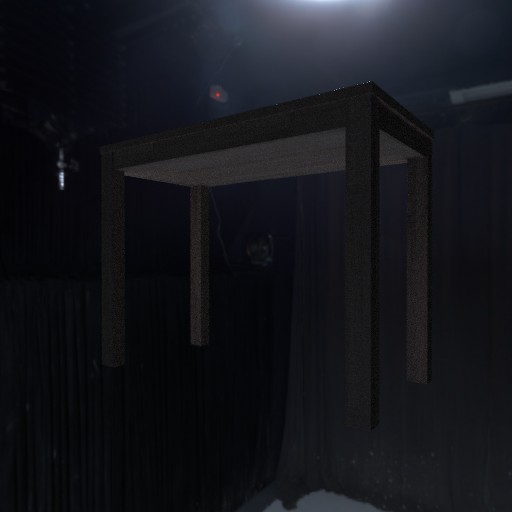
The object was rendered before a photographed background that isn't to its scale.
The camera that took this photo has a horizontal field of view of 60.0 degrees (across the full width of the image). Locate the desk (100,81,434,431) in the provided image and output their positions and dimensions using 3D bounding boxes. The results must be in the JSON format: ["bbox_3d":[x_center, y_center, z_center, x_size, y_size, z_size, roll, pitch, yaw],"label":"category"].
[{"bbox_3d":[0.000,0.000,1.454,0.991,0.762,0.495,0,0,36],"label":"desk"}]
